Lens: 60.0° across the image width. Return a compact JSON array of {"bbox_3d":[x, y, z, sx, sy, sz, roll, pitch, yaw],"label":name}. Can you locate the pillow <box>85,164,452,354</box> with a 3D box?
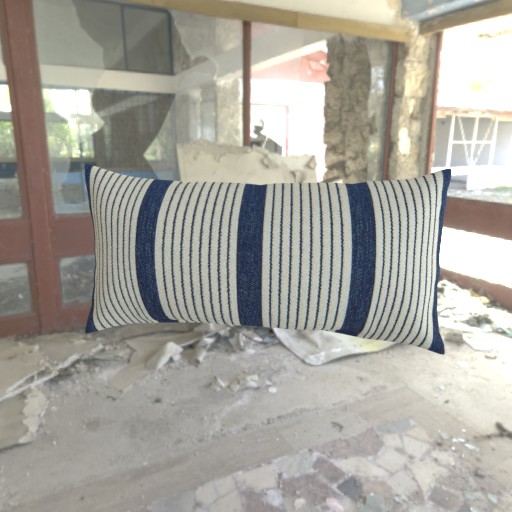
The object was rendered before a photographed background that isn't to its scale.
[{"bbox_3d":[0.000,0.000,0.731,0.608,0.292,0.156,2,14,8],"label":"pillow"}]
